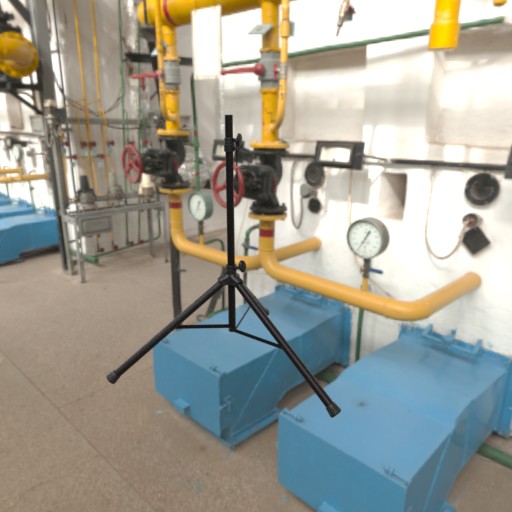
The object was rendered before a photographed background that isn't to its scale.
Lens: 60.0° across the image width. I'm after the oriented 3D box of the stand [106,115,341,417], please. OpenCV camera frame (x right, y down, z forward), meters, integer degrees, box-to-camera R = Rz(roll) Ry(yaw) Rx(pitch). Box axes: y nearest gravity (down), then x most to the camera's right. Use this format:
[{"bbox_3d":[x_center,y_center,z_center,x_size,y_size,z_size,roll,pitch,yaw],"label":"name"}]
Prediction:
[{"bbox_3d":[0.000,0.000,1.864,1.045,1.136,0.907,-16,23,-42],"label":"stand"}]
